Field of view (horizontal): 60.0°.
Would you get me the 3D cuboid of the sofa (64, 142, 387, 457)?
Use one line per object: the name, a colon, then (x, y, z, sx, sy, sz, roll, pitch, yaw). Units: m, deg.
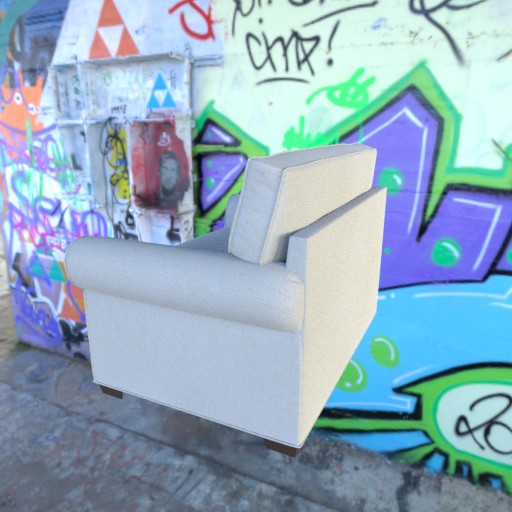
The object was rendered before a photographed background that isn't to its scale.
sofa: (0.000, 0.000, 2.073, 0.937, 1.006, 1.405, 8, 18, 25)
